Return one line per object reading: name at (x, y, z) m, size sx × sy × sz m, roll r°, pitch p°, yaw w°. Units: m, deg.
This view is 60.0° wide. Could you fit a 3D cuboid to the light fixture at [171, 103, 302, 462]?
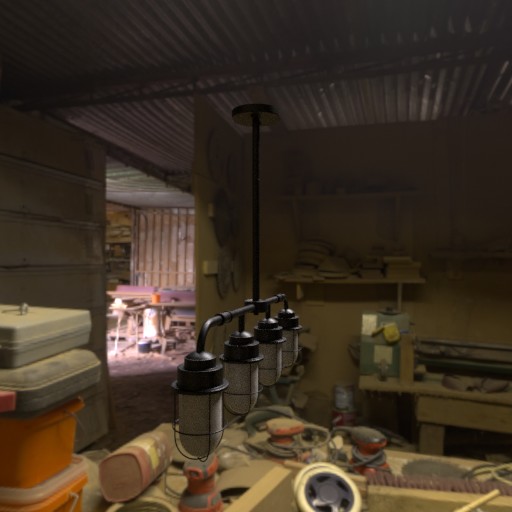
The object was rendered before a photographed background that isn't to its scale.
light fixture at (0.000, 0.000, 1.206) m, size 0.131 × 0.785 × 0.852 m, roll 0°, pitch 0°, yaw 17°
